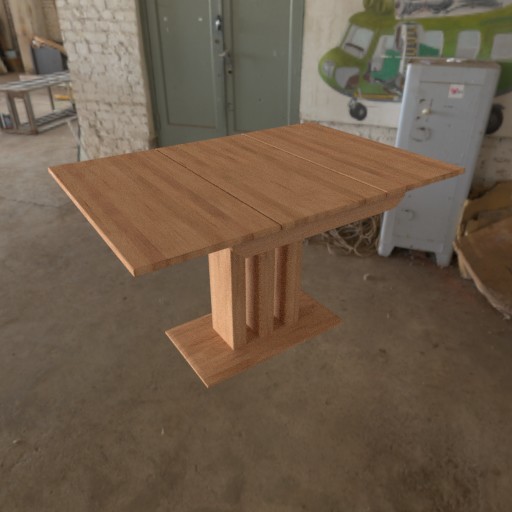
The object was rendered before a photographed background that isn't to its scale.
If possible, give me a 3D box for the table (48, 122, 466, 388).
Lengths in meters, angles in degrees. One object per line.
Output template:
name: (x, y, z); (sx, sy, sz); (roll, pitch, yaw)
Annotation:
table: (0.000, 0.000, 1.864); (1.300, 0.770, 0.900); (-19, 35, -29)
